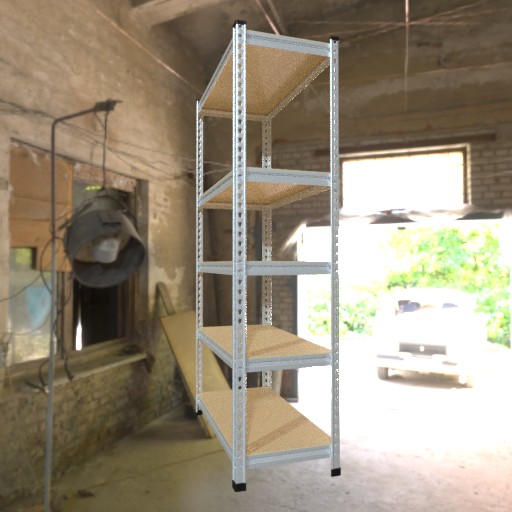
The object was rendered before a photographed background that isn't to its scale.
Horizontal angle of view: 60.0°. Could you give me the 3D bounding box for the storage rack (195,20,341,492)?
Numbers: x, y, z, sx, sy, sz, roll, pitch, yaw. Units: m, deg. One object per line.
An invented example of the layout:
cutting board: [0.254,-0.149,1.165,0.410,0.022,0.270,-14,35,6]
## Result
storage rack: [0.000,0.000,2.216,0.457,1.829,0.914,0,-1,-18]
